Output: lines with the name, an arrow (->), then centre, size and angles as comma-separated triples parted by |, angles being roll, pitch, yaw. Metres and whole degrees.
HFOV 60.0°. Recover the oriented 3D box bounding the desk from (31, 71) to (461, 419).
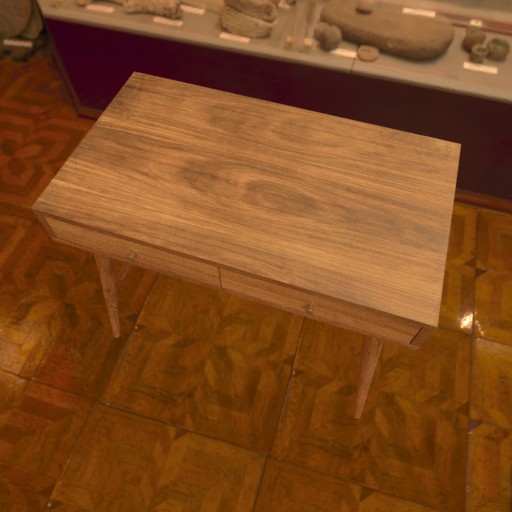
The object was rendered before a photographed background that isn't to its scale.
desk -> 0.000, 0.000, 1.426 | 0.949, 0.758, 0.588 | 16, 60, 10
